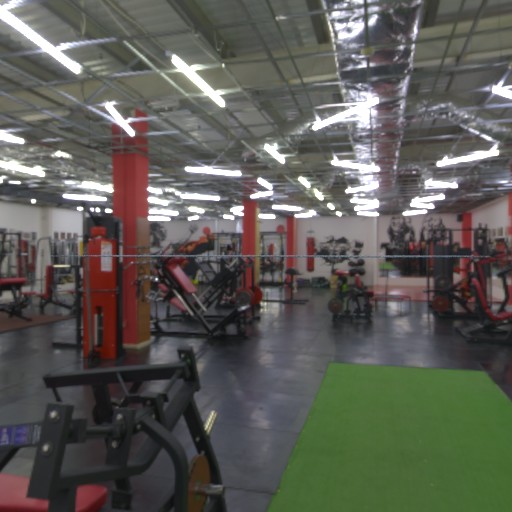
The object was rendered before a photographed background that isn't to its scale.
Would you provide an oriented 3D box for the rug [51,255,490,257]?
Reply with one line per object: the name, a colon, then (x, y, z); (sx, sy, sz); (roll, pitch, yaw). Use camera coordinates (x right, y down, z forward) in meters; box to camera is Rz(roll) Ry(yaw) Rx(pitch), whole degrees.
rug: (0.000, 0.000, 2.693); (2.443, 0.008, 0.688); (0, 0, 18)
